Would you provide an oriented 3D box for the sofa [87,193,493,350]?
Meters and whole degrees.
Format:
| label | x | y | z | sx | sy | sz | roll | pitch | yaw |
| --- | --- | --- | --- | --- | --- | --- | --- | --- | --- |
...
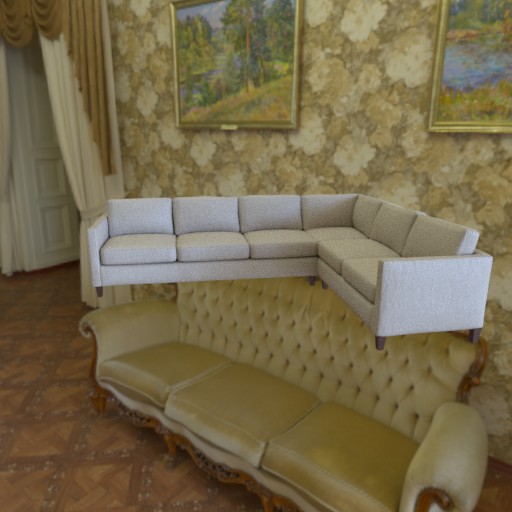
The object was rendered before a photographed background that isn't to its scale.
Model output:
| label | x | y | z | sx | sy | sz | roll | pitch | yaw |
| --- | --- | --- | --- | --- | --- | --- | --- | --- | --- |
| sofa | 0.000 | 0.000 | 4.372 | 3.333 | 0.934 | 2.522 | -2 | 15 | -9 |
